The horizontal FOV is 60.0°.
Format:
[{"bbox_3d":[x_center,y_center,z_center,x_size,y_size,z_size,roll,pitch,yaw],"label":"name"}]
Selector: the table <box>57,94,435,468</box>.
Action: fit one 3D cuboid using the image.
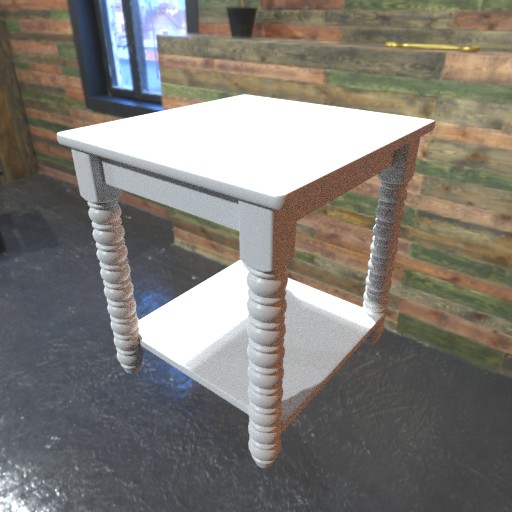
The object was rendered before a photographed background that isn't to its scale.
[{"bbox_3d":[0.000,0.000,0.975,0.500,0.563,0.533,21,35,33],"label":"table"}]
